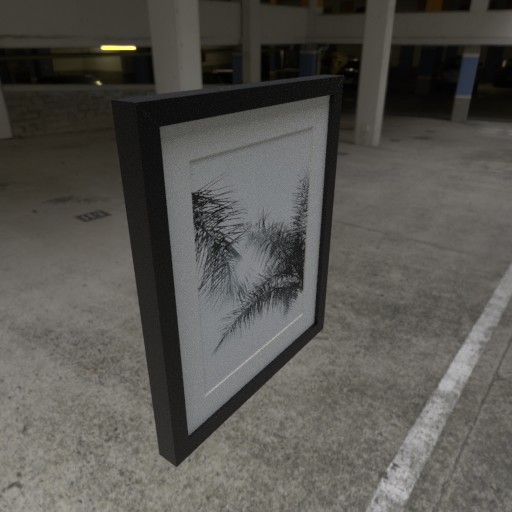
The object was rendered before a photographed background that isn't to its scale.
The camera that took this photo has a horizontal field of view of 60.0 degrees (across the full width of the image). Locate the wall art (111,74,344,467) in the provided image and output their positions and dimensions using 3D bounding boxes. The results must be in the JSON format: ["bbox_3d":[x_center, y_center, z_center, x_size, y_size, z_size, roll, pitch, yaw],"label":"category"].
[{"bbox_3d":[0.000,0.000,0.526,0.028,0.380,0.325,18,32,33],"label":"wall art"}]
